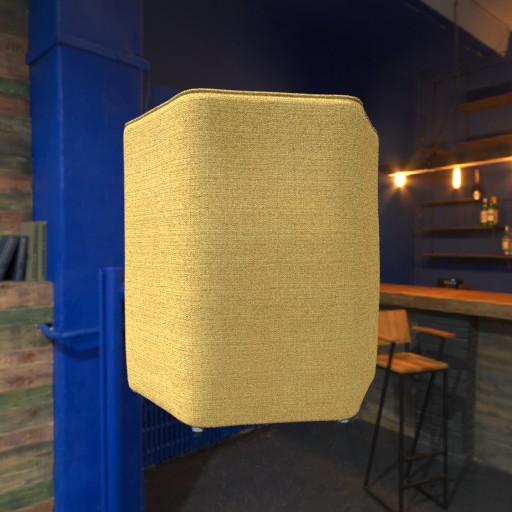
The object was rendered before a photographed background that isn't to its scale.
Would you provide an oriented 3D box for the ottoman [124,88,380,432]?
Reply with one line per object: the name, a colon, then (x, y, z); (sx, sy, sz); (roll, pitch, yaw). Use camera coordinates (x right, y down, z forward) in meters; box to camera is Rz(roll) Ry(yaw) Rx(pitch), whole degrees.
ottoman: (0.000, 0.000, 0.856); (0.443, 0.502, 0.494); (-1, 2, -38)
